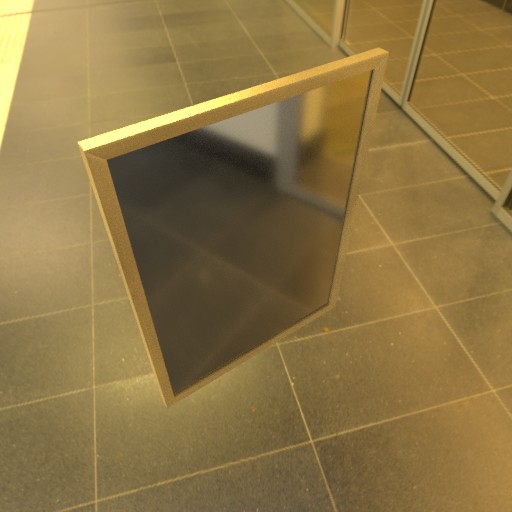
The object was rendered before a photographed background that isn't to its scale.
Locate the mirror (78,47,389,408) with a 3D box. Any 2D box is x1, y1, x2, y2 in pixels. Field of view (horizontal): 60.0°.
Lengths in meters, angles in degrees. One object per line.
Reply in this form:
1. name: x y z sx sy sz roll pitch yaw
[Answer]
1. mirror: 0.000 0.000 1.306 0.762 1.016 0.040 -26 52 -23
